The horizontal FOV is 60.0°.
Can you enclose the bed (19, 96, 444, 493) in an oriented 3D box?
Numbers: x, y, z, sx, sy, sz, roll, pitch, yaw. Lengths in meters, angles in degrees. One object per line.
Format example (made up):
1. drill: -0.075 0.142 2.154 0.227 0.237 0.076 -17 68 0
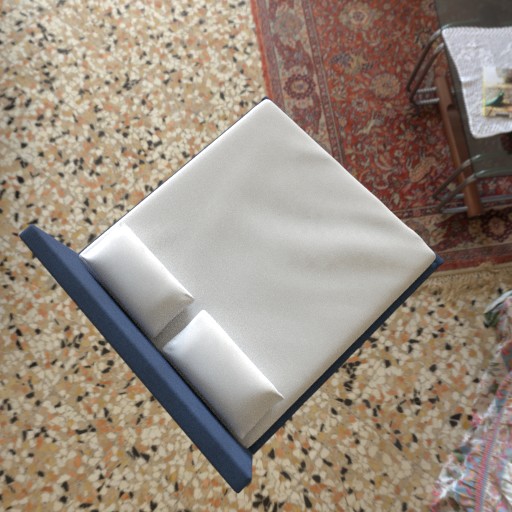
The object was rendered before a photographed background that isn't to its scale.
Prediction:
1. bed: 0.000 0.000 3.399 2.232 1.231 2.096 -42 80 -10
